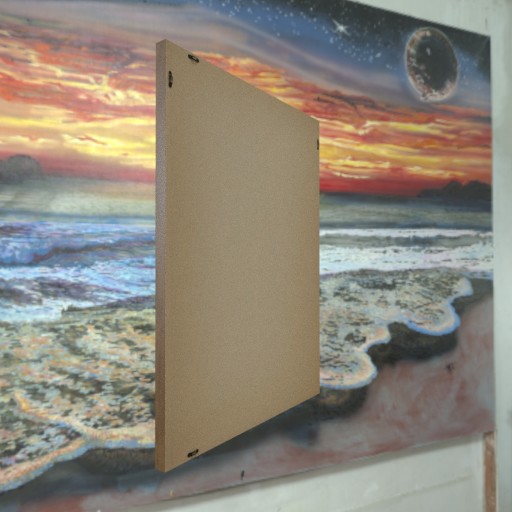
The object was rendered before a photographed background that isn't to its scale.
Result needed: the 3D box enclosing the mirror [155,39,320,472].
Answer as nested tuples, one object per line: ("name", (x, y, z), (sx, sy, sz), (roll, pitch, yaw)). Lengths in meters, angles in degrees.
("mirror", (0.000, 0.000, 1.355), (0.040, 1.016, 0.762), (0, -1, 36))
